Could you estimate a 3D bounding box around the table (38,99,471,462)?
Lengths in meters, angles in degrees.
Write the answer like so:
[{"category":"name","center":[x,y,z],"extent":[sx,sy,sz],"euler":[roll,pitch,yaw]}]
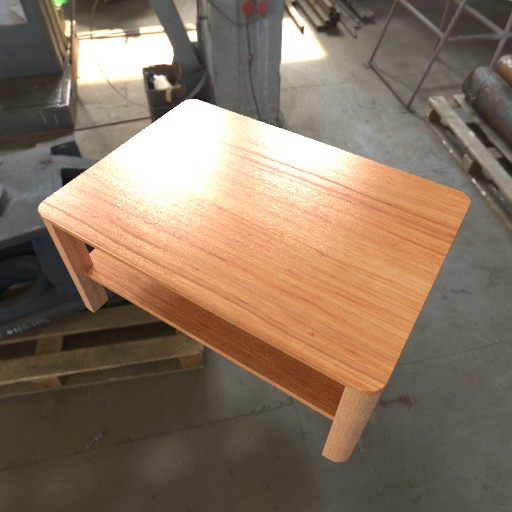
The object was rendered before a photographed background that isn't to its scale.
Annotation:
[{"category":"table","center":[0.000,0.000,1.380],"extent":[0.997,0.445,0.696],"euler":[25,53,21]}]
